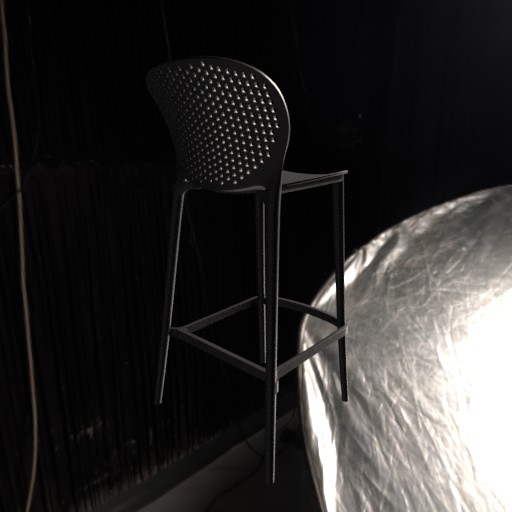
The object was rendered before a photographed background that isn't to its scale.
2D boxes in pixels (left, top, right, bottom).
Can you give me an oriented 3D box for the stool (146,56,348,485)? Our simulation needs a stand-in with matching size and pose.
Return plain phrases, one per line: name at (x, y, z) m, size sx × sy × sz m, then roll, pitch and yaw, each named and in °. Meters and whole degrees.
stool at (0.000, 0.000, 1.343) m, size 0.536 × 1.045 × 0.535 m, roll 14°, pitch 20°, yaw 42°
